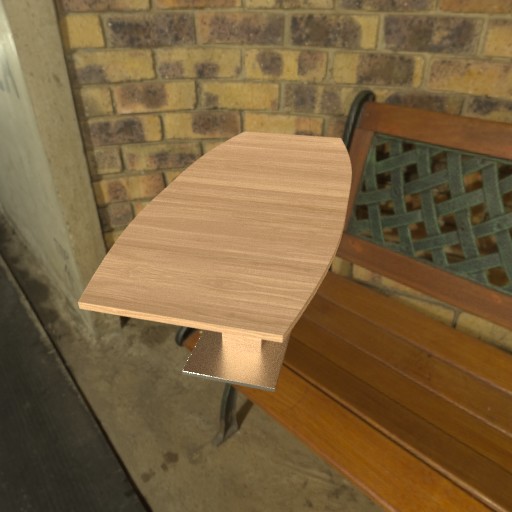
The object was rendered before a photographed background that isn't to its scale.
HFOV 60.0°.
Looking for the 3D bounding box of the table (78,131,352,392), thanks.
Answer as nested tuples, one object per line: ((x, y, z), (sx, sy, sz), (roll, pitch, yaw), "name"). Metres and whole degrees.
((0.000, 0.000, 2.384), (0.900, 0.750, 2.032), (7, 32, 12), "table")
